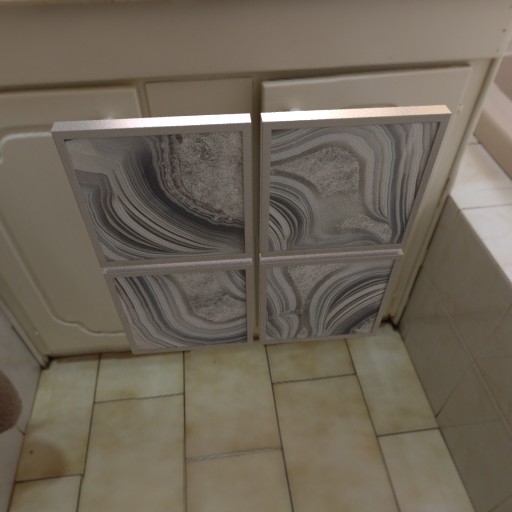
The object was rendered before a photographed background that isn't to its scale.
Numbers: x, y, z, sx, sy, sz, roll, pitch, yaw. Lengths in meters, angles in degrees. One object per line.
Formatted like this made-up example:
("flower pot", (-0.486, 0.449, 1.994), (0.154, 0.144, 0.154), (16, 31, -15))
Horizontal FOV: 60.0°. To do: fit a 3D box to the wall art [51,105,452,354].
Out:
("wall art", (0.000, 0.000, 0.901), (0.611, 0.611, 0.029), (-4, 46, -4))
